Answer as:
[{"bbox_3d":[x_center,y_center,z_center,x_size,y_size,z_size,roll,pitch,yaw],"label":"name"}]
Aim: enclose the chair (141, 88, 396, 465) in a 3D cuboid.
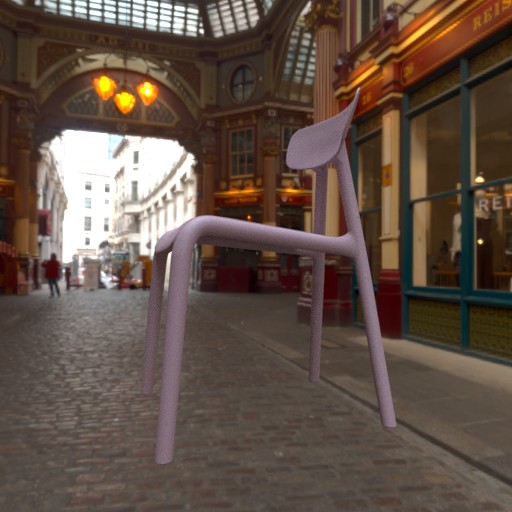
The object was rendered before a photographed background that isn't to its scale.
[{"bbox_3d":[0.000,0.000,0.836,0.401,0.580,0.356,0,-1,-18],"label":"chair"}]
